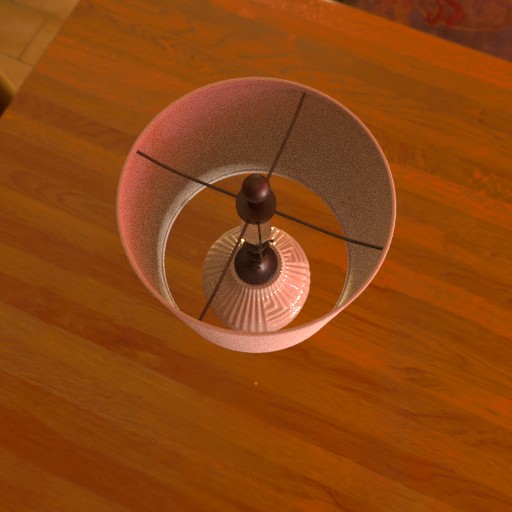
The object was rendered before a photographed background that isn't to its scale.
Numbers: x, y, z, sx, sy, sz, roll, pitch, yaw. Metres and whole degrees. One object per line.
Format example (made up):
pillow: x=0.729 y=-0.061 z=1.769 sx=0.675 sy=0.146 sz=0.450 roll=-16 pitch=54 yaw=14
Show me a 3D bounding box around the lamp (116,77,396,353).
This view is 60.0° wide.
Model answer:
lamp: x=0.000 y=0.000 z=0.743 sx=0.318 sy=0.567 sz=0.318 roll=0 pitch=74 yaw=0
